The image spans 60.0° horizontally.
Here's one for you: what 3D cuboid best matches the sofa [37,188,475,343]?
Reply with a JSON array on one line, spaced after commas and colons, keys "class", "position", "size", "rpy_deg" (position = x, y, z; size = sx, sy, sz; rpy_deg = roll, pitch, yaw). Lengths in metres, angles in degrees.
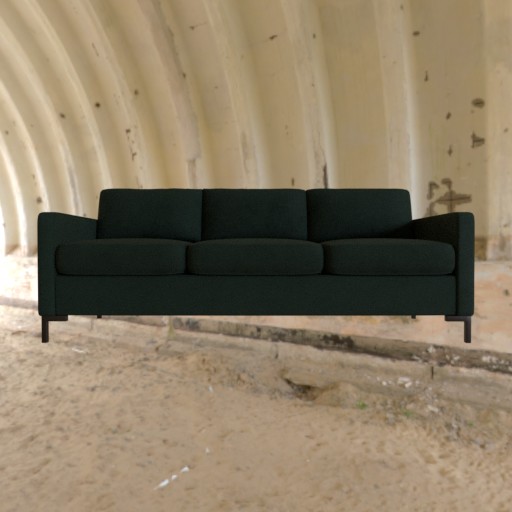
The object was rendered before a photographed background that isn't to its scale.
[{"class": "sofa", "position": [0.000, 0.000, 2.637], "size": [2.218, 0.870, 0.859], "rpy_deg": [0, 1, 0]}]
